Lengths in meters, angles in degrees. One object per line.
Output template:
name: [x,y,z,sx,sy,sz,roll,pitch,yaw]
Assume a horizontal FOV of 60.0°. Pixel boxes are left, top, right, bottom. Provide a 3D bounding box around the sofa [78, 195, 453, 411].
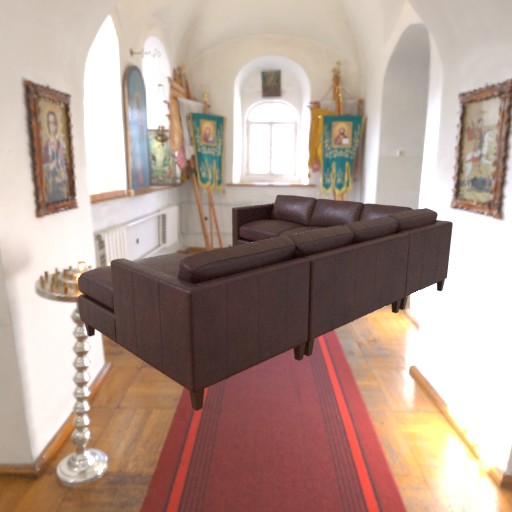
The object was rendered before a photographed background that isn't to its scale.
sofa: [0.000,0.000,4.394,3.324,0.891,2.452,-13,19,-42]
